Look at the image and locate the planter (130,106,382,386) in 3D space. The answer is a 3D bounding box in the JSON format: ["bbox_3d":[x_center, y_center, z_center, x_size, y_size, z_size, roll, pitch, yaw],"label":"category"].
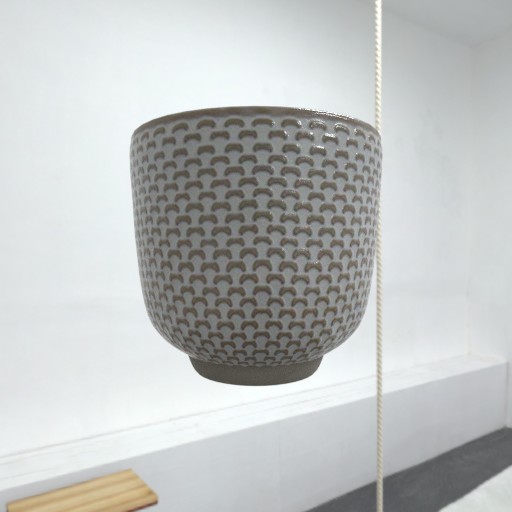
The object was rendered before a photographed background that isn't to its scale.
[{"bbox_3d":[0.000,0.000,0.254,0.139,0.130,0.139,0,1,0],"label":"planter"}]
